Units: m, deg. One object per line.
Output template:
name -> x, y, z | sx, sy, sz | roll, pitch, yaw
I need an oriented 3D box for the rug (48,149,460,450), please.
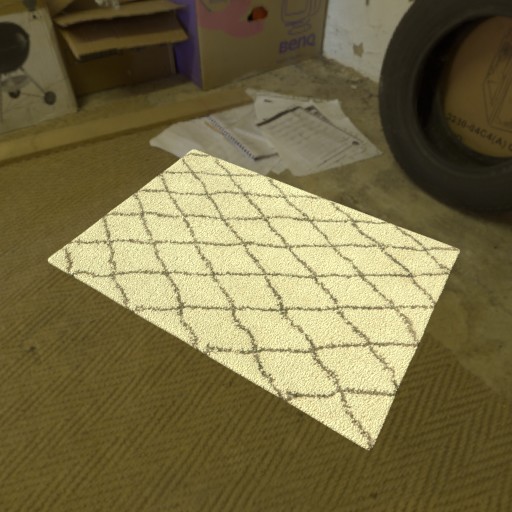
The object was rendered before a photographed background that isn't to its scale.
rug -> 0.000, 0.000, 2.307 | 1.778, 0.030, 1.219 | 25, 51, 22
